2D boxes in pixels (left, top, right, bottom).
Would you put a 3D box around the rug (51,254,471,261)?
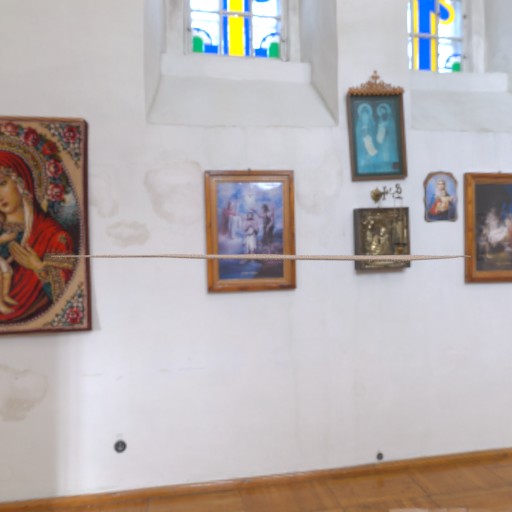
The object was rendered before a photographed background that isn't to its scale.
[{"bbox_3d":[0.000,0.000,3.034,2.439,0.015,1.524,0,1,35],"label":"rug"}]
